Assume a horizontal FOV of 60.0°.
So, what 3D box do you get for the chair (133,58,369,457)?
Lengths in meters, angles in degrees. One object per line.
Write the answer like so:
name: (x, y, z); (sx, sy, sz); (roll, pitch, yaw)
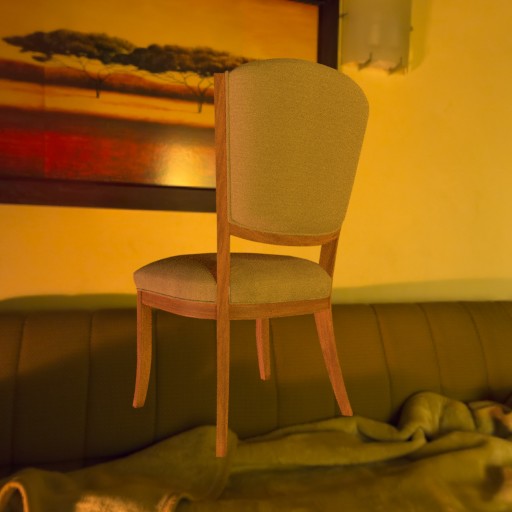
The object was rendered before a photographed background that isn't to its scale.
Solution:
chair: (0.000, 0.000, 1.264); (0.513, 0.905, 0.584); (0, 0, -36)
